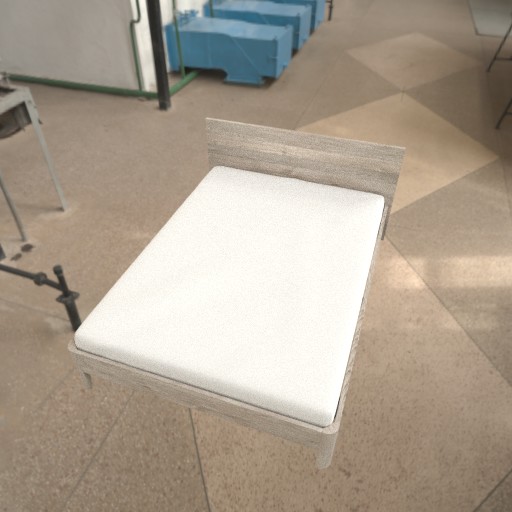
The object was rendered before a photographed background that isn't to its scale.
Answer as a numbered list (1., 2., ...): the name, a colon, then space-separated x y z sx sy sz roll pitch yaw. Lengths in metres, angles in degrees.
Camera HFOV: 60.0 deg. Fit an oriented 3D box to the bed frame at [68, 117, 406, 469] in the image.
1. bed frame: 0.000 0.000 2.791 1.490 0.800 1.950 13 43 15
